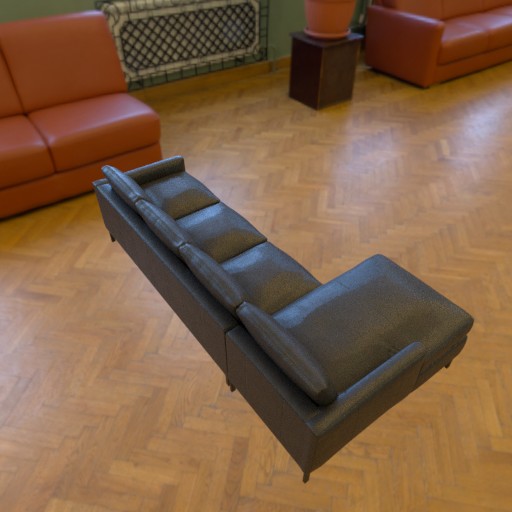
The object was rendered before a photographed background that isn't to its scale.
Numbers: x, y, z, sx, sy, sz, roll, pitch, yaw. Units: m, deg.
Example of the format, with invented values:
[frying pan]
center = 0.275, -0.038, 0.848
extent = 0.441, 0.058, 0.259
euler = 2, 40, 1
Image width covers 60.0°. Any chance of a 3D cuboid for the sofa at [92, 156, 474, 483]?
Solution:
[sofa]
center = 0.000, 0.000, 3.556
extent = 1.471, 0.859, 2.993
euler = -26, 47, -27
